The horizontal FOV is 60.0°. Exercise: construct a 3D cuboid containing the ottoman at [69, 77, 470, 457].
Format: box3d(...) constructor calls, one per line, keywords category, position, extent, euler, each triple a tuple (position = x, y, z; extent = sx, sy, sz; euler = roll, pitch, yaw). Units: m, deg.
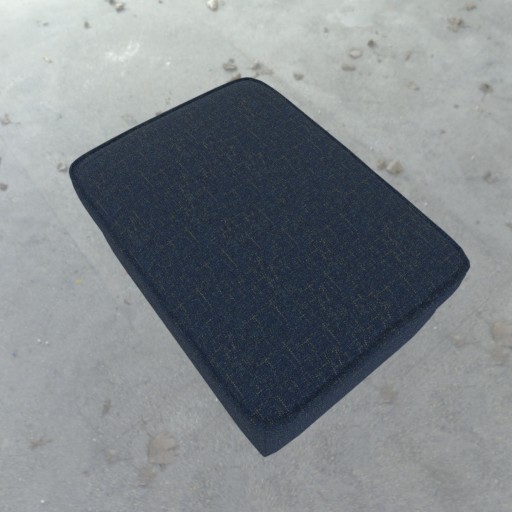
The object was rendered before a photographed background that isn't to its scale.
box3d(category="ottoman", position=(0.000, 0.000, 1.080), extent=(0.549, 0.450, 0.749), euler=(-34, 65, -19))
